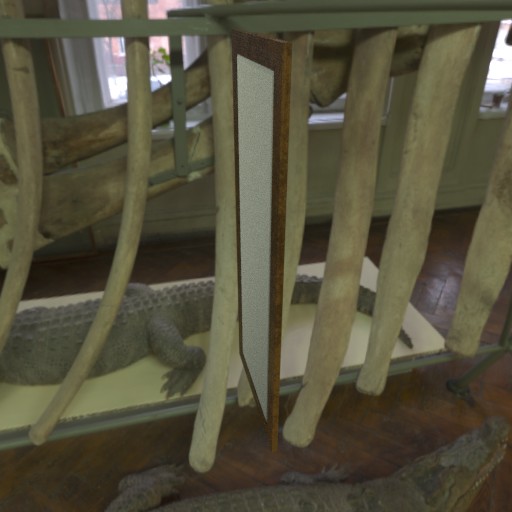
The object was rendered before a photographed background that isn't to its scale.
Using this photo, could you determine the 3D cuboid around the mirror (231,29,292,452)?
[{"bbox_3d":[0.000,0.000,2.269,0.032,2.031,0.812,-7,31,-13],"label":"mirror"}]
